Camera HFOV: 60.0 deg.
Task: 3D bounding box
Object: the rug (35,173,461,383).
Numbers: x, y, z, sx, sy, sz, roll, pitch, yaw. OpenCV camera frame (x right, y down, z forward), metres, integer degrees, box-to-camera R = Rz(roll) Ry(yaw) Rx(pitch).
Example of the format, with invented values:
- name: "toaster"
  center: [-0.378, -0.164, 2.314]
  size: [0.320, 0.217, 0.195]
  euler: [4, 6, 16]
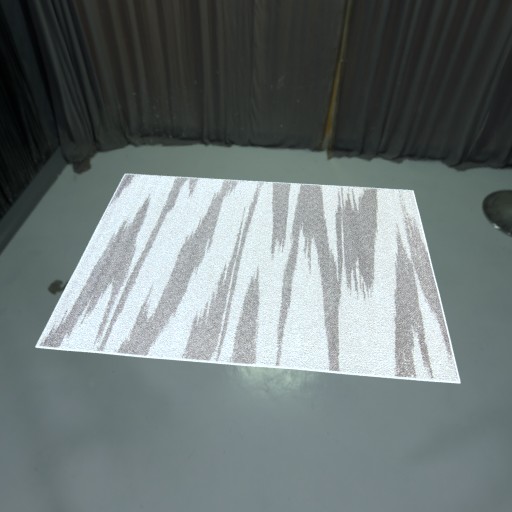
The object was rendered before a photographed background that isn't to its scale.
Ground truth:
- name: "rug"
  center: [0.000, 0.000, 2.741]
  size: [2.142, 0.010, 1.533]
  euler: [4, 46, 4]
